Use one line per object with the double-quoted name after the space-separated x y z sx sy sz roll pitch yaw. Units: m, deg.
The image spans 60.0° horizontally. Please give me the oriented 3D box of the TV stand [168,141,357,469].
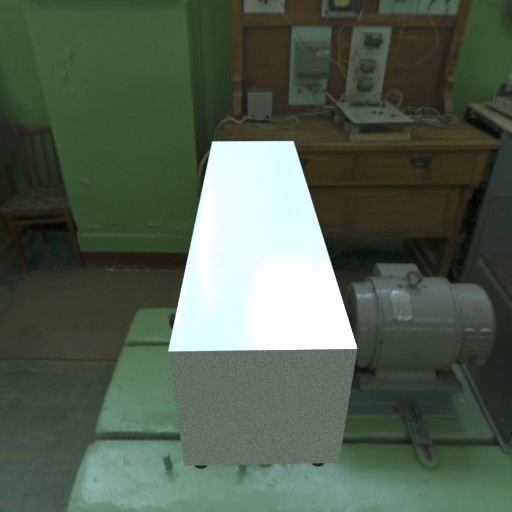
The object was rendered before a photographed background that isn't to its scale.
0.000 0.000 1.715 0.410 0.440 1.500 -1 31 -1 "TV stand"
